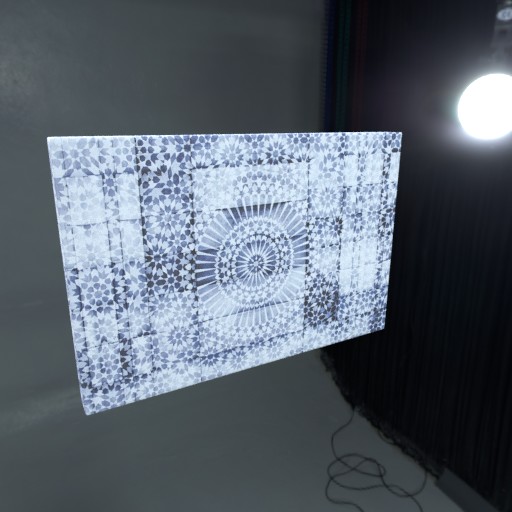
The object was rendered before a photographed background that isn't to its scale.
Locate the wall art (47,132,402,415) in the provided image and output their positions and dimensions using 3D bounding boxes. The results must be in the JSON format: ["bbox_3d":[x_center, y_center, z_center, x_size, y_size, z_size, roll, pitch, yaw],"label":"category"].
[{"bbox_3d":[0.000,0.000,1.147,0.911,0.608,0.057,-9,19,-28],"label":"wall art"}]
